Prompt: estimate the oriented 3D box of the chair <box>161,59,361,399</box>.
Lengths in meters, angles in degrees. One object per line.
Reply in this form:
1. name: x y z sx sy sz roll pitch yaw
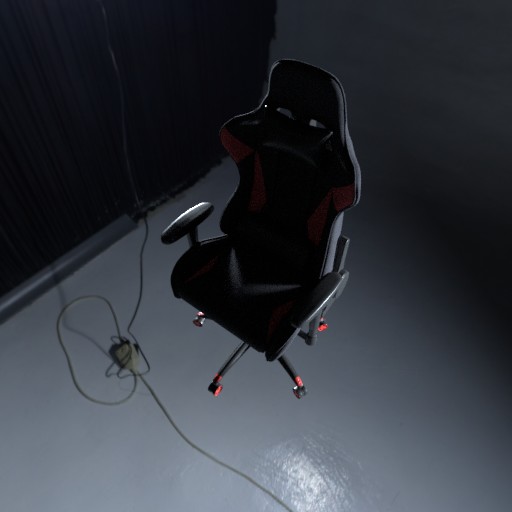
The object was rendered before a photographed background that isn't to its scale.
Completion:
1. chair: 0.000 0.000 1.723 0.695 1.326 0.658 30 54 25
